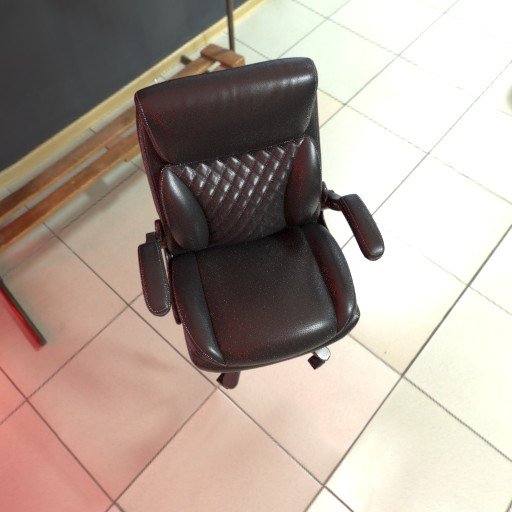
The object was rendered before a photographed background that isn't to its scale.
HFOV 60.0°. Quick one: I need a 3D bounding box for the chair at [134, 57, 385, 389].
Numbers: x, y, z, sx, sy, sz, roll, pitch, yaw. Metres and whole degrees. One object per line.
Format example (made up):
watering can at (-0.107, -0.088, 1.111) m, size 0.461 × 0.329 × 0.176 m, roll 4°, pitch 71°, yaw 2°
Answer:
chair at (0.000, 0.000, 1.605) m, size 0.782 × 1.110 × 0.724 m, roll -14°, pitch 64°, yaw -7°
